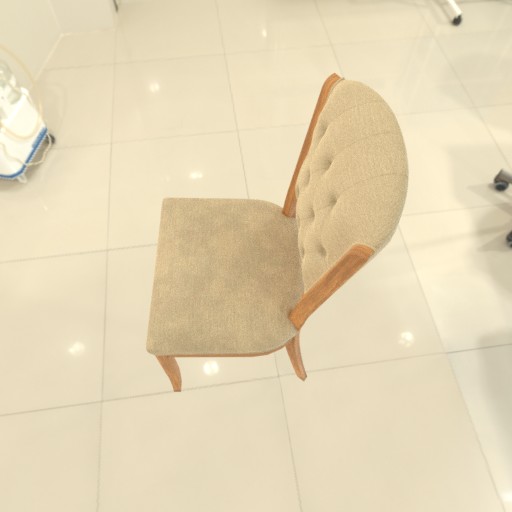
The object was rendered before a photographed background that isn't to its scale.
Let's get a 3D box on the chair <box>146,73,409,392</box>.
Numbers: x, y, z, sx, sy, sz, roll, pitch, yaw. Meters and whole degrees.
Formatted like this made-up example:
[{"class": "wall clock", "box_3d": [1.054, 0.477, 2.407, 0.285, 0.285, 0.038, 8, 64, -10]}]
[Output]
[{"class": "chair", "box_3d": [0.000, 0.000, 1.236, 0.584, 0.905, 0.513, -1, 59, -1]}]
